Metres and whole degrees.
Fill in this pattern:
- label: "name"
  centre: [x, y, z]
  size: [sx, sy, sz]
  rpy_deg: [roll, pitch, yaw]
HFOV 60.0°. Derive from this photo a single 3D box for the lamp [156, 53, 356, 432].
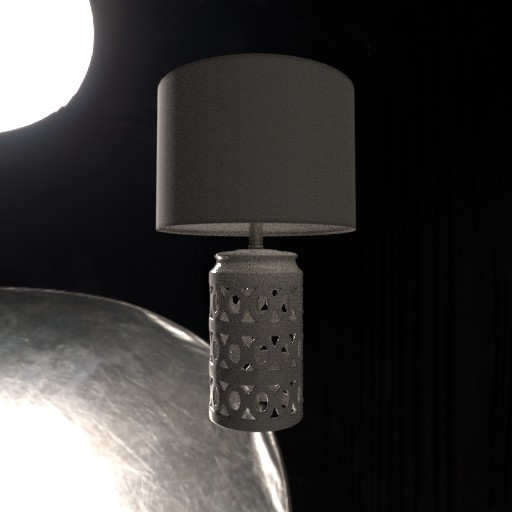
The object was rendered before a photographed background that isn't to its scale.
- label: "lamp"
  centre: [0.000, 0.000, 0.703]
  size: [0.310, 0.502, 0.310]
  rpy_deg: [0, 0, 0]
